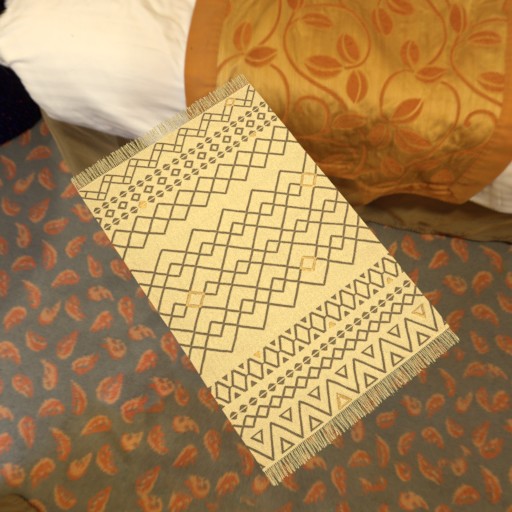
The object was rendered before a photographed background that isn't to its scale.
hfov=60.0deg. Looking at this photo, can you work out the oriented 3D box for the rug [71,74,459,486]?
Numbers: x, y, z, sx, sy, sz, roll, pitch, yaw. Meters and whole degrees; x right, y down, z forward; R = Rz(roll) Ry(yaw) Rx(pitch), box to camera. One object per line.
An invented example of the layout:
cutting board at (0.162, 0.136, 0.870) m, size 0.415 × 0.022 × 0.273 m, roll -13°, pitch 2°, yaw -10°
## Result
rug at (0.000, 0.000, 3.003) m, size 1.495 × 0.035 × 2.472 m, roll -35°, pitch 78°, yaw -8°
